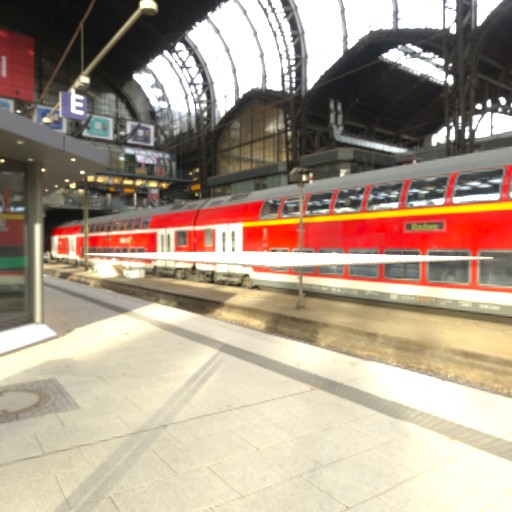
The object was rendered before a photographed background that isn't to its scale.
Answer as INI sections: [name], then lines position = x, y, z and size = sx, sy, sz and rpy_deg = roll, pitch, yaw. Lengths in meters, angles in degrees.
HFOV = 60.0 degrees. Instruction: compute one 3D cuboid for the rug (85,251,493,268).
[rug]
position = 0.000, 0.000, 2.233
size = 1.175, 0.008, 1.783
rpy_deg = -1, 2, -37
